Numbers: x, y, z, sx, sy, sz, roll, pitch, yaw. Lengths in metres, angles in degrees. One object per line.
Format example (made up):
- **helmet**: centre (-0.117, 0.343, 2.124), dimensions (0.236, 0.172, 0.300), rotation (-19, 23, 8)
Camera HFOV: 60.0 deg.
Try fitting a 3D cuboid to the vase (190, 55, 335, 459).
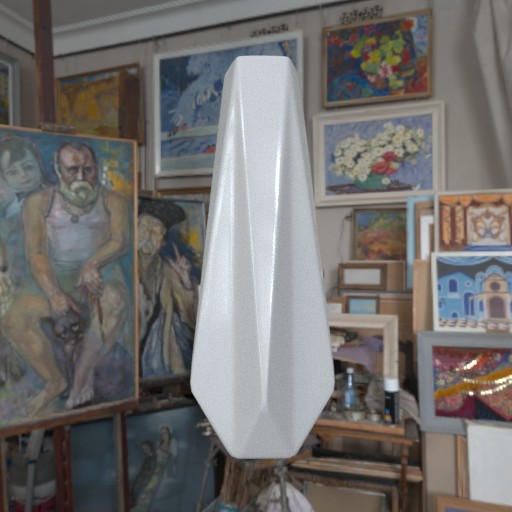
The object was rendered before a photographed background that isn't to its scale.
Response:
- **vase**: centre (0.000, 0.000, 0.391), dimensions (0.116, 0.329, 0.122), rotation (0, -1, -19)
